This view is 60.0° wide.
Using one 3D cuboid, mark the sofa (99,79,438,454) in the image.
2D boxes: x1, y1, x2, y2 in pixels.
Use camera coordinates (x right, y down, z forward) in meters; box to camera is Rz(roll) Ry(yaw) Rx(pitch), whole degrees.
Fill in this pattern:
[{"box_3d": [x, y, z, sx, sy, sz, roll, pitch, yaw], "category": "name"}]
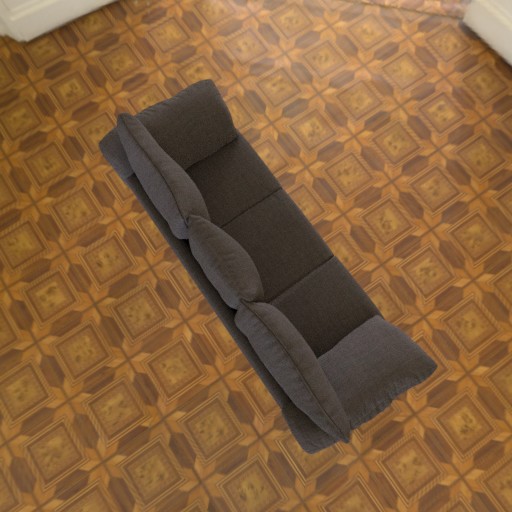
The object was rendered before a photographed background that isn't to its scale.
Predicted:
[{"box_3d": [0.000, 0.000, 2.848, 0.883, 1.080, 2.336, -34, 78, -8], "category": "sofa"}]
